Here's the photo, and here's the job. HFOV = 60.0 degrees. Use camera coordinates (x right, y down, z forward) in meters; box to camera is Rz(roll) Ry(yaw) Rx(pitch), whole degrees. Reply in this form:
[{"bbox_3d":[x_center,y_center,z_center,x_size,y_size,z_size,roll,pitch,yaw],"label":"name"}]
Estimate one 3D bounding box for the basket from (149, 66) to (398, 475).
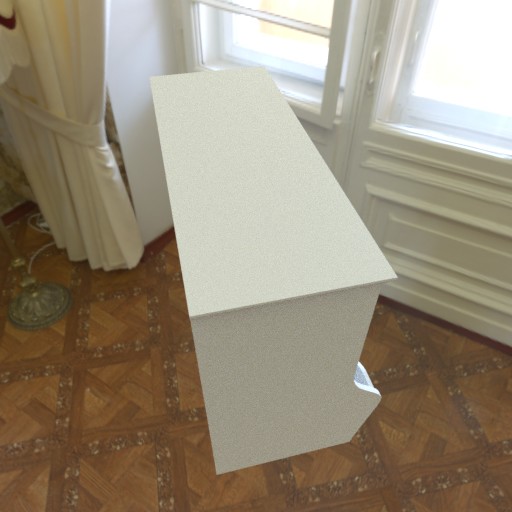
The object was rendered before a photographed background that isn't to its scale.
[{"bbox_3d":[0.000,0.000,1.123,0.376,0.625,0.792,-10,46,-10],"label":"basket"}]
